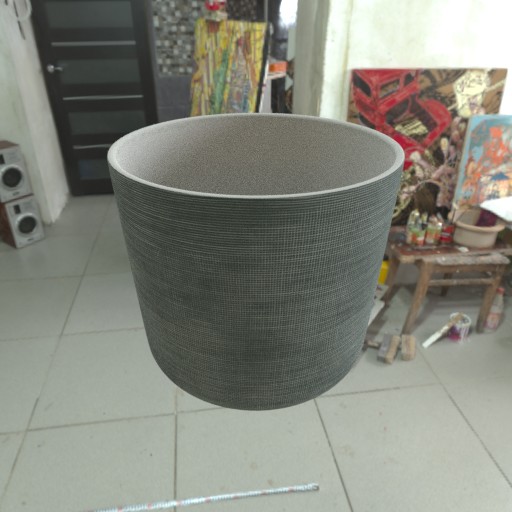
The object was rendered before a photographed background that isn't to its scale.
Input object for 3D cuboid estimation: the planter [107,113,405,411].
[{"bbox_3d":[0.000,0.000,0.779,0.440,0.398,0.440,0,30,0],"label":"planter"}]
